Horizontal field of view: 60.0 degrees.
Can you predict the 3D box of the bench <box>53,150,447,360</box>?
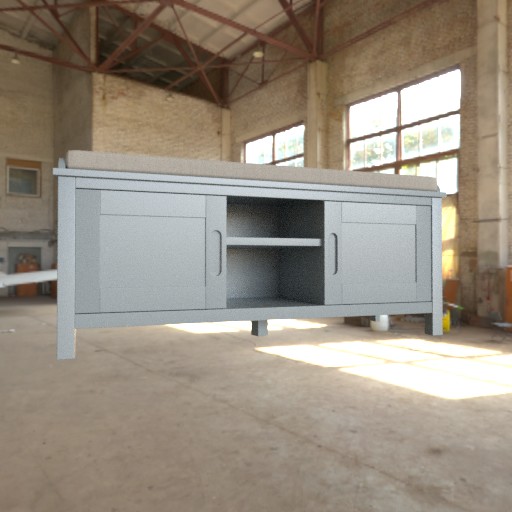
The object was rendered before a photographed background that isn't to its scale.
[{"bbox_3d":[0.000,0.000,1.408,1.140,0.501,0.398,0,-1,-19],"label":"bench"}]
